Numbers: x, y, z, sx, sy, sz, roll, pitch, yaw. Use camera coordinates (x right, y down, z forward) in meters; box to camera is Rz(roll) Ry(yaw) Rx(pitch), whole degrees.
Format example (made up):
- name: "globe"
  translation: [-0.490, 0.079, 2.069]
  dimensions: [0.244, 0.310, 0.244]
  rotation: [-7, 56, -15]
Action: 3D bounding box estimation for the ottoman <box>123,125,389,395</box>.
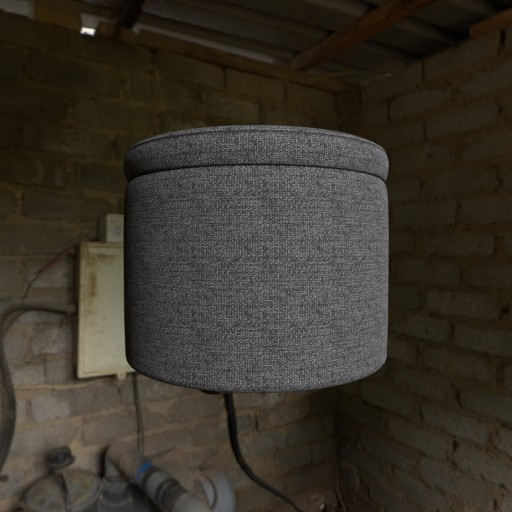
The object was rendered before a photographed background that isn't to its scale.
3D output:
- name: "ottoman"
  translation: [0.000, 0.000, 0.908]
  dimensions: [0.520, 0.430, 0.520]
  rotation: [0, 2, 0]
